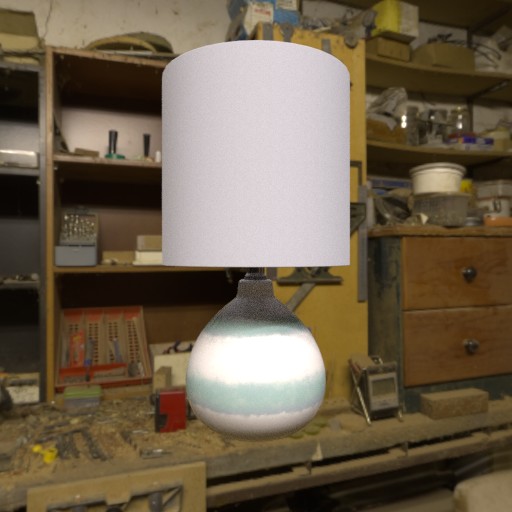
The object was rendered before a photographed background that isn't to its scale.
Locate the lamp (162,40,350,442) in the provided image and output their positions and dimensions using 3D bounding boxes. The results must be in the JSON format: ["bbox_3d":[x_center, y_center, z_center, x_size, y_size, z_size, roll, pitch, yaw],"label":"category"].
[{"bbox_3d":[0.000,0.000,0.522,0.217,0.404,0.217,0,0,-19],"label":"lamp"}]
